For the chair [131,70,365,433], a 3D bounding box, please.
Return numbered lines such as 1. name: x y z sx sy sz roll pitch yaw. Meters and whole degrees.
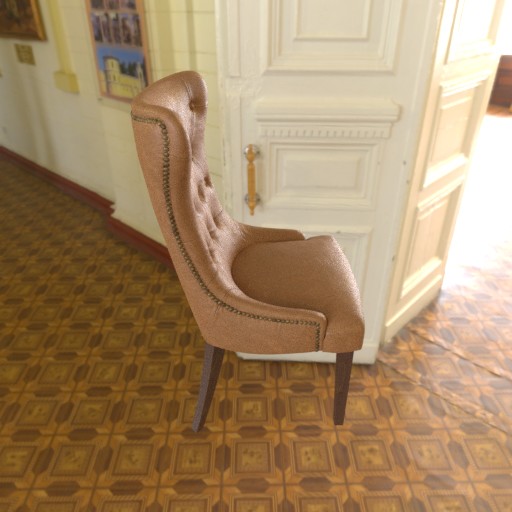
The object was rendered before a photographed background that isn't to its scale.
1. chair: 0.000 0.000 1.459 0.669 1.065 0.611 -1 31 -1
